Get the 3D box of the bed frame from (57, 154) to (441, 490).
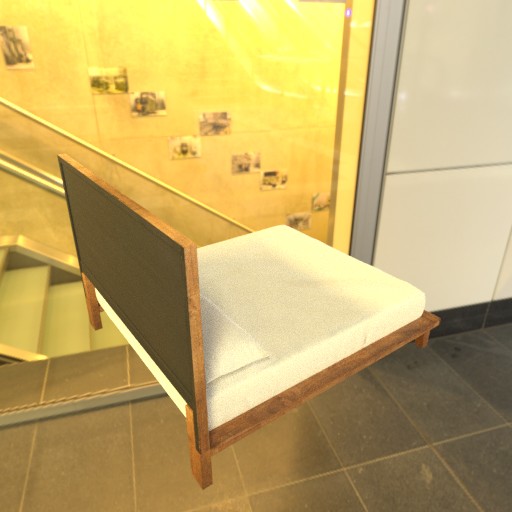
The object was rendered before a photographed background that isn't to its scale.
[{"bbox_3d":[0.000,0.000,3.533,2.235,1.537,2.038,-18,31,-32],"label":"bed frame"}]
